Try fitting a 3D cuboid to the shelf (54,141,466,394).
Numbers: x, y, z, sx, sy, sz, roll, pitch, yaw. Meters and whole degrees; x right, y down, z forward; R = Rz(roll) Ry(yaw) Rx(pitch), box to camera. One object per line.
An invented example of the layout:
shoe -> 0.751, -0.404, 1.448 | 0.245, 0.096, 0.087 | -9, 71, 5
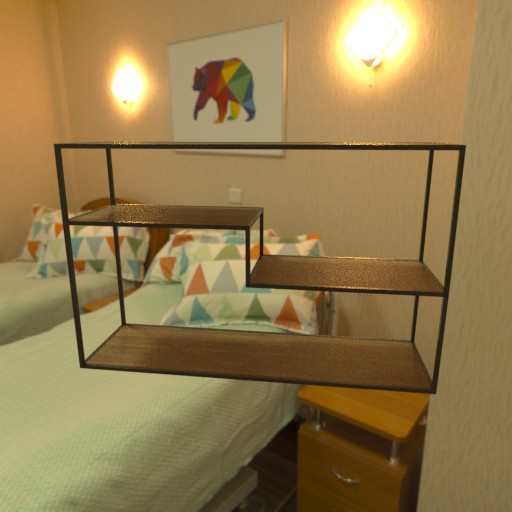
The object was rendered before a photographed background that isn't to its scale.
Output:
shelf -> 0.000, 0.000, 1.548 | 1.201, 0.765, 0.361 | 2, 16, 8
